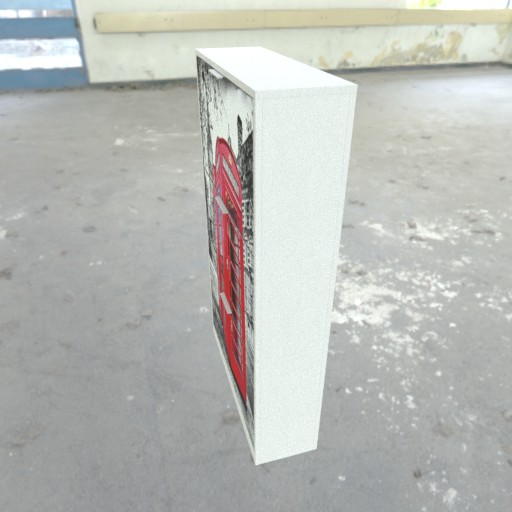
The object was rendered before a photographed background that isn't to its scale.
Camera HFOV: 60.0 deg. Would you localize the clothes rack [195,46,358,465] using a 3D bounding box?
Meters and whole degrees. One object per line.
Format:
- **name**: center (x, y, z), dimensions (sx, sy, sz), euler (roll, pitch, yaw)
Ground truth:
- **clothes rack**: center (0.000, 0.000, 1.588), dimensions (0.250, 1.280, 0.750), euler (-9, 32, -14)
